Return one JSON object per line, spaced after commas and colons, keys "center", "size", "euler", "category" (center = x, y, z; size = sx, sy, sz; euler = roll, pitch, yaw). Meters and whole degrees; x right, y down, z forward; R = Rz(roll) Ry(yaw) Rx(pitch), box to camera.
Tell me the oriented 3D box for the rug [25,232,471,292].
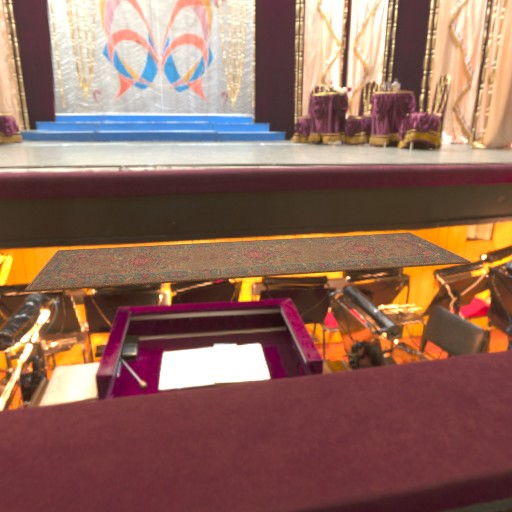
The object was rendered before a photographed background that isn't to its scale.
{"center": [0.000, 0.000, 2.549], "size": [2.297, 0.019, 0.659], "euler": [-3, 18, -10], "category": "rug"}
